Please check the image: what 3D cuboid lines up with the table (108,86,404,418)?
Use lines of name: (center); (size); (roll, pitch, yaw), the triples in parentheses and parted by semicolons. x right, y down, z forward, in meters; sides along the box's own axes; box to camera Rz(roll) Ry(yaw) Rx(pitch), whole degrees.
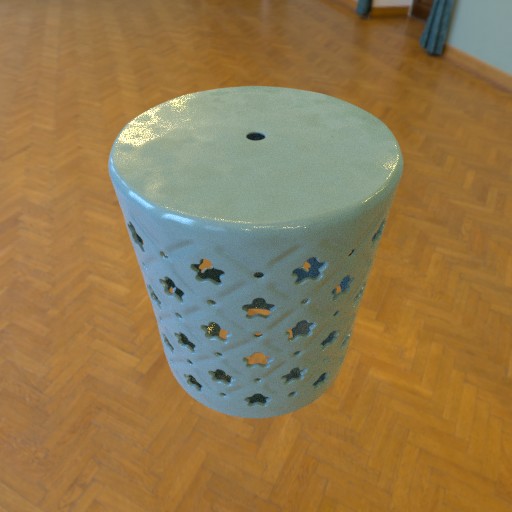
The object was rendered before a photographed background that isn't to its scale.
table: (0.000, 0.000, 0.662); (0.352, 0.387, 0.352); (0, 42, 0)
